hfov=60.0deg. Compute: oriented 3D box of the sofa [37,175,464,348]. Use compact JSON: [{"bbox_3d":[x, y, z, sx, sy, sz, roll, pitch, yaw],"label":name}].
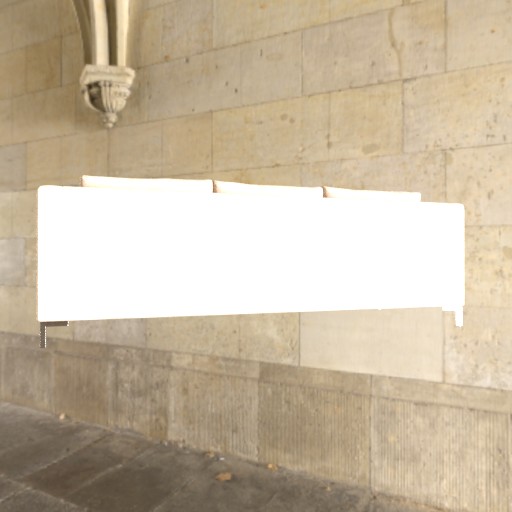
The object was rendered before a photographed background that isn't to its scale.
[{"bbox_3d":[0.000,0.000,2.859,2.415,0.867,0.969,0,0,-17],"label":"sofa"}]
